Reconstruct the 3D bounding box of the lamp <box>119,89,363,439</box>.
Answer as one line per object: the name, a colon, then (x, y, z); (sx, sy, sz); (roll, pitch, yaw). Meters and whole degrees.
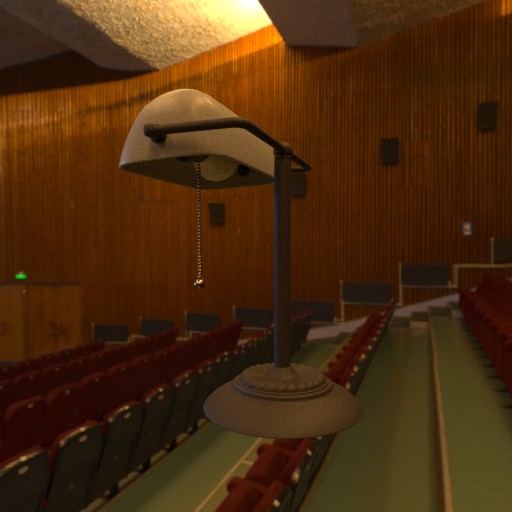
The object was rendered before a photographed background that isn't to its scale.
lamp: (0.000, 0.000, 0.511); (0.243, 0.339, 0.264); (1, 2, 20)
